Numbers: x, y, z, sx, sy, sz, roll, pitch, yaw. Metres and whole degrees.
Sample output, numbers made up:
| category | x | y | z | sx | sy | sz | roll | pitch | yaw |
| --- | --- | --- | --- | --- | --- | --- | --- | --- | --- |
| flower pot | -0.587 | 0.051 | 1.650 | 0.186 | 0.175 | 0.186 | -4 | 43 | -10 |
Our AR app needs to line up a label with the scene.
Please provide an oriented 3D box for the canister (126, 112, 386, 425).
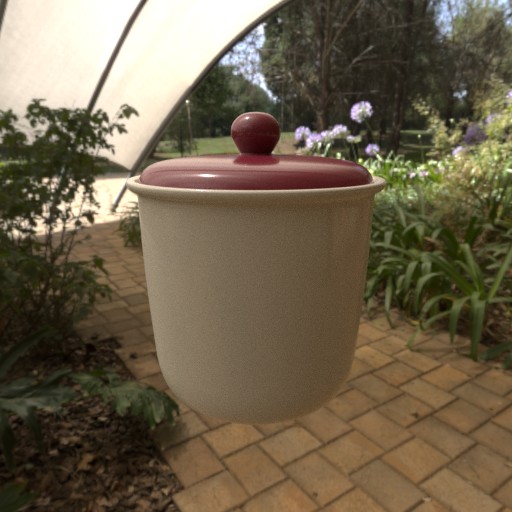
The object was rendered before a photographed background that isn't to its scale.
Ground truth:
| category | x | y | z | sx | sy | sz | roll | pitch | yaw |
| --- | --- | --- | --- | --- | --- | --- | --- | --- | --- |
| canister | 0.000 | 0.000 | 0.336 | 0.182 | 0.208 | 0.182 | 0 | 15 | 0 |
